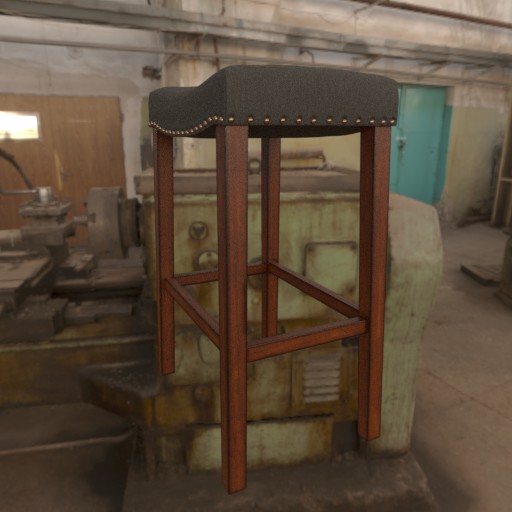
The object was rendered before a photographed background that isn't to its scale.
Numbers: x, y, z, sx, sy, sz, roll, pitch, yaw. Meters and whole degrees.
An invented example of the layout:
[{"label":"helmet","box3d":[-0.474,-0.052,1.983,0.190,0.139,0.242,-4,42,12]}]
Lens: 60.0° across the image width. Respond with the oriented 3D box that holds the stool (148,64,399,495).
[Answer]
[{"label":"stool","box3d":[0.000,0.000,1.019,0.366,0.760,0.502,-8,17,-26]}]
